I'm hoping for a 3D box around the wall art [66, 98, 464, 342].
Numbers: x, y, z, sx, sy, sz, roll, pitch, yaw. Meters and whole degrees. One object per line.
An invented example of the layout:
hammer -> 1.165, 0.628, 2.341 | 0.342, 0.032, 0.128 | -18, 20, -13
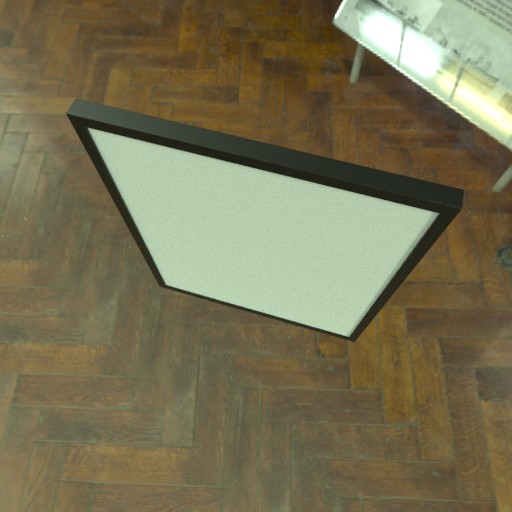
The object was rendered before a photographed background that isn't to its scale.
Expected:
wall art -> 0.000, 0.000, 0.532 | 0.325, 0.397, 0.018 | 15, 66, 7
